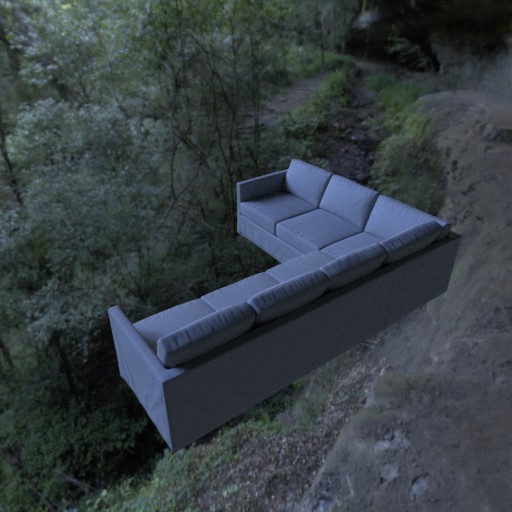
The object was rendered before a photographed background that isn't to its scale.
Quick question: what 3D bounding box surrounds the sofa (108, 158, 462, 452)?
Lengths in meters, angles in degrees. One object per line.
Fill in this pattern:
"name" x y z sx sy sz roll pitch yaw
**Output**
"sofa" 0.000 0.000 4.415 3.182 0.871 2.432 -21 37 -30
